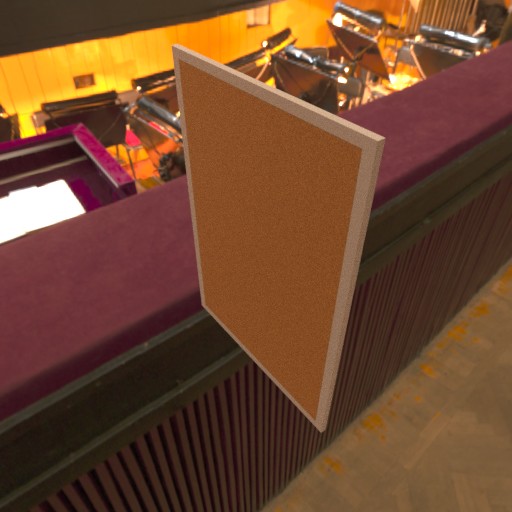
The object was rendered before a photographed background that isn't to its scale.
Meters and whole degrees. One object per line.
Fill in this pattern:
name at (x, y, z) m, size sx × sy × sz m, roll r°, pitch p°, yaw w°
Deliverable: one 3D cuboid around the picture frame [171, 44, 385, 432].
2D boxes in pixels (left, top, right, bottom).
picture frame at (0.000, 0.000, 0.847) m, size 0.013 × 0.657 × 0.457 m, roll -27°, pitch 48°, yaw -28°
